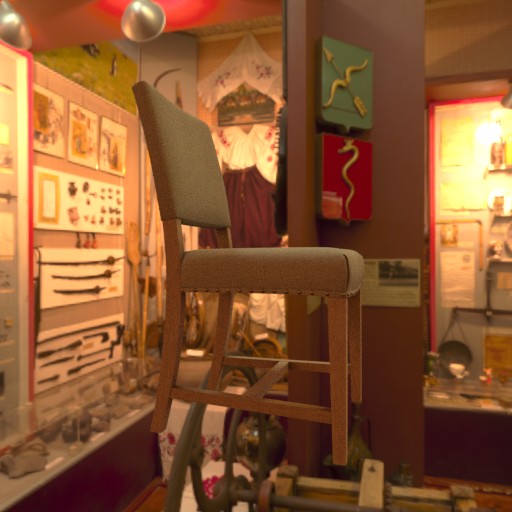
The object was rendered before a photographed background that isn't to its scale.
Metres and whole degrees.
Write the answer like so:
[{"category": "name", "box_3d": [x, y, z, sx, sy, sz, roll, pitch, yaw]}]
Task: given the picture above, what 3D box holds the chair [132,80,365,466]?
[{"category": "chair", "box_3d": [0.000, 0.000, 1.367, 0.622, 0.986, 0.508, 0, 0, 17]}]
